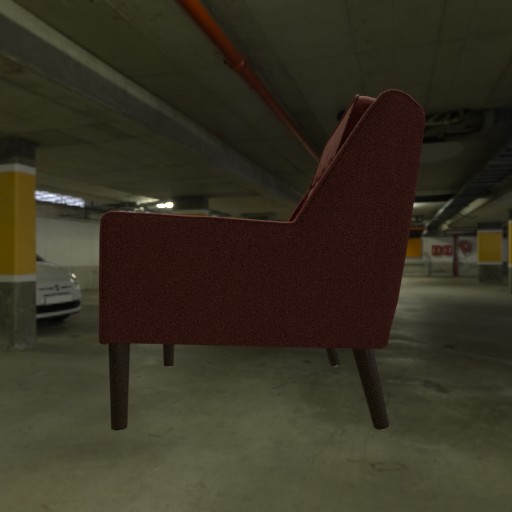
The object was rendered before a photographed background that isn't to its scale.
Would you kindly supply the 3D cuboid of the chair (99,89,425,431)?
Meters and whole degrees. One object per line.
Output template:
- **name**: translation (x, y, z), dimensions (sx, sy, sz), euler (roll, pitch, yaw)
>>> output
- **chair**: translation (0.000, 0.000, 1.335), dimensions (0.770, 0.812, 0.680), euler (0, 0, 0)
